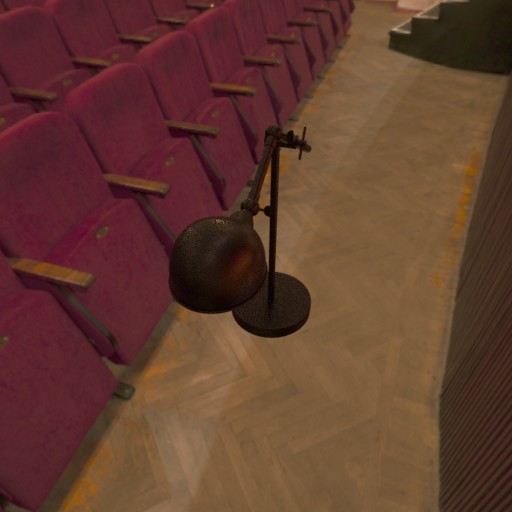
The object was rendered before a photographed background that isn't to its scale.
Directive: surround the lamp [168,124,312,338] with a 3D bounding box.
[{"bbox_3d":[0.000,0.000,0.806,0.185,0.495,0.567,12,42,14],"label":"lamp"}]
